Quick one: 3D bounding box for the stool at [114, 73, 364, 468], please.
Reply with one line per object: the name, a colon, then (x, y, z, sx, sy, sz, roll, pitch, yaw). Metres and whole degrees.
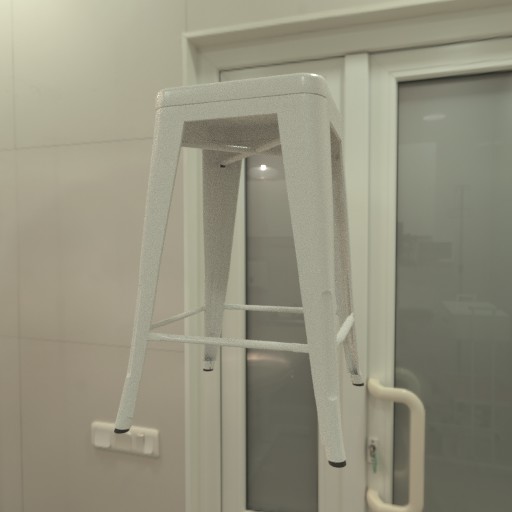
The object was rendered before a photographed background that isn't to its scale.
stool: (0.000, 0.000, 0.898, 0.406, 0.610, 0.406, 1, 2, 18)
